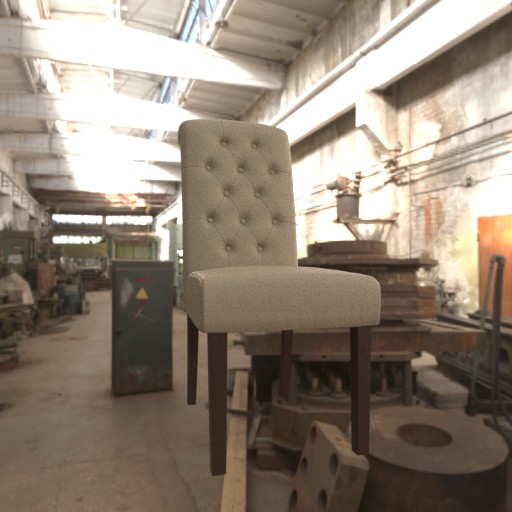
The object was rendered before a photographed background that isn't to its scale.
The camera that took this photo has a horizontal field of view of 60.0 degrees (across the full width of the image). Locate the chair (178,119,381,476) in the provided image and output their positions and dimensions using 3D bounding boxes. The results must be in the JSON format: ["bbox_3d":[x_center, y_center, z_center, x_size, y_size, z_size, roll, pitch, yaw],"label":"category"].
[{"bbox_3d":[0.000,0.000,1.373,0.456,1.006,0.671,0,-1,-17],"label":"chair"}]
